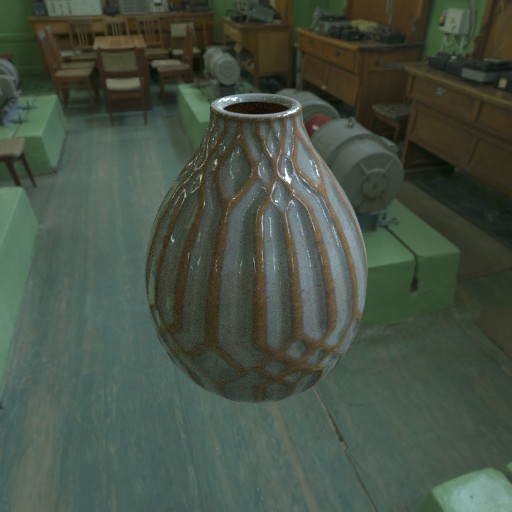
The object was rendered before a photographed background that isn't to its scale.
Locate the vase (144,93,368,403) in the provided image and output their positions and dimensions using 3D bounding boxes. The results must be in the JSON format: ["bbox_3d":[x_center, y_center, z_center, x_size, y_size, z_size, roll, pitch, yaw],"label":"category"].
[{"bbox_3d":[0.000,0.000,0.260,0.131,0.175,0.131,0,33,0],"label":"vase"}]
